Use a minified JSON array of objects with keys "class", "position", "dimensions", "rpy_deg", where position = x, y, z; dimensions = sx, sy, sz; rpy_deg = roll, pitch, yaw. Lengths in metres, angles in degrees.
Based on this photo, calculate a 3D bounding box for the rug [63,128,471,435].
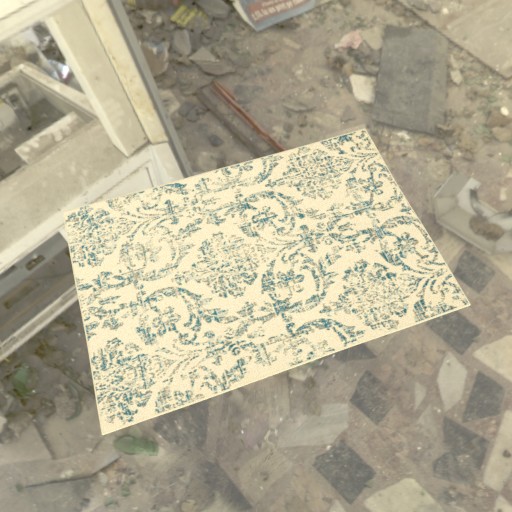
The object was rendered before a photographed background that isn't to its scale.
[{"class":"rug","position":[0.000,0.000,2.314],"dimensions":[1.831,0.012,1.213],"rpy_deg":[-17,64,-8]}]
